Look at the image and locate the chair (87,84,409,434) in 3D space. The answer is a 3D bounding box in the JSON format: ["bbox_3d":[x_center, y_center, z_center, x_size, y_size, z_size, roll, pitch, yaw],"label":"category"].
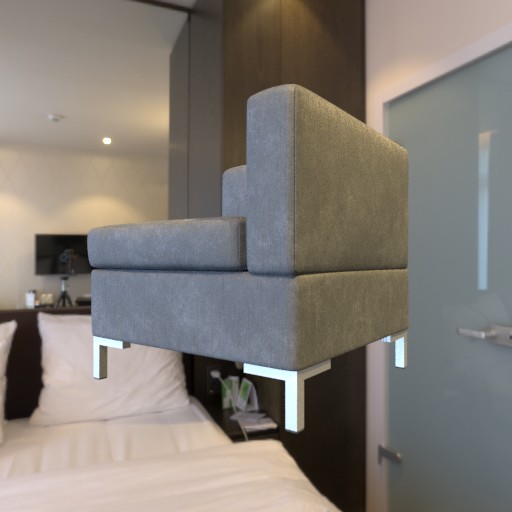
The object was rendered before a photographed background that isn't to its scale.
[{"bbox_3d":[0.000,0.000,1.249,0.680,0.660,0.680,0,-1,37],"label":"chair"}]
